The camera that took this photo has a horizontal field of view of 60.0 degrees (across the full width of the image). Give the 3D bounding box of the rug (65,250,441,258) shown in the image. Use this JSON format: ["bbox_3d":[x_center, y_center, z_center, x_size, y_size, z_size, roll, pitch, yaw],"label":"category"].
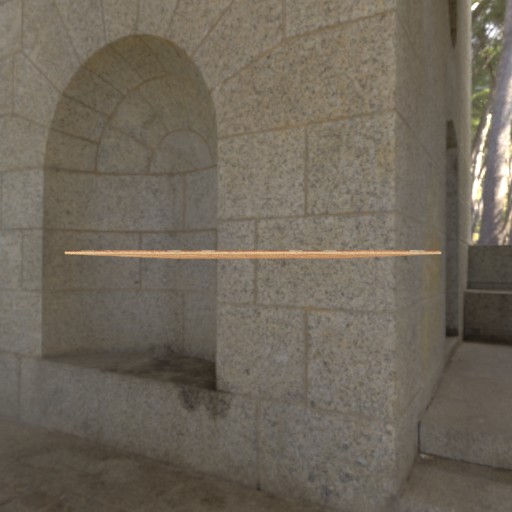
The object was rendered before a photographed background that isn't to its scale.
[{"bbox_3d":[0.000,0.000,2.967,1.555,0.016,2.286,0,-1,1],"label":"rug"}]
